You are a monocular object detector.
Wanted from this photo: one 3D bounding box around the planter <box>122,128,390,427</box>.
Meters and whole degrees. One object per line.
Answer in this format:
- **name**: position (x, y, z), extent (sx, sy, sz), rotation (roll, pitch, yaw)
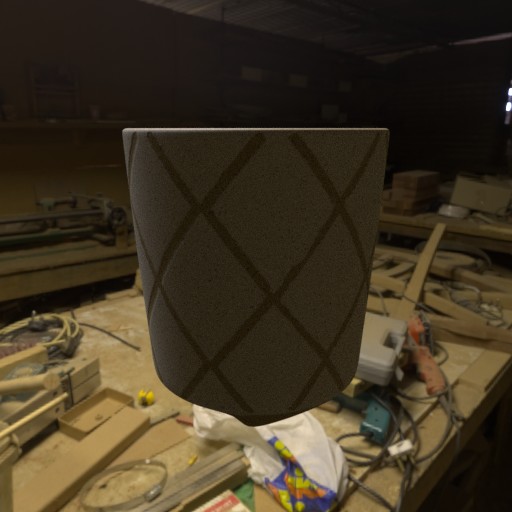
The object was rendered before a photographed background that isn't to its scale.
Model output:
- **planter**: position (0.000, 0.000, 0.425), extent (0.228, 0.235, 0.228), rotation (0, 16, 0)
